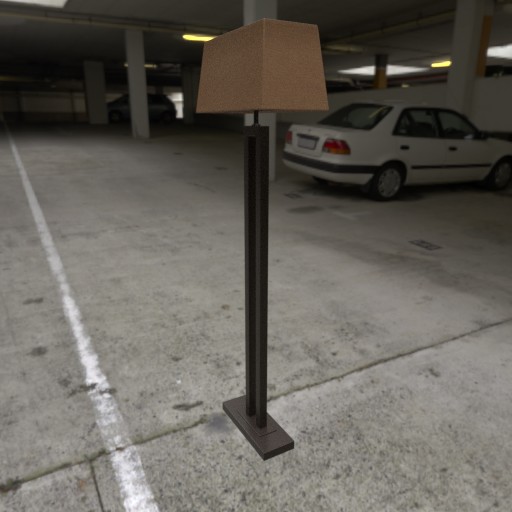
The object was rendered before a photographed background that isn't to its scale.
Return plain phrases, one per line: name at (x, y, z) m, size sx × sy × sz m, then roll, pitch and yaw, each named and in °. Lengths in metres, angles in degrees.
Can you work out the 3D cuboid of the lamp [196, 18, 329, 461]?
lamp at (0.000, 0.000, 1.607) m, size 0.233 × 1.469 × 0.475 m, roll -9°, pitch 19°, yaw -28°
